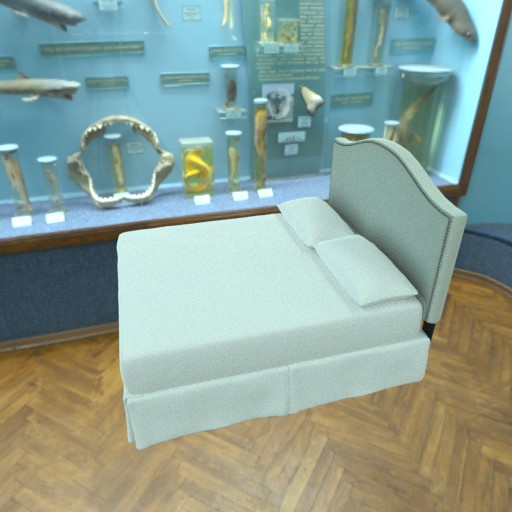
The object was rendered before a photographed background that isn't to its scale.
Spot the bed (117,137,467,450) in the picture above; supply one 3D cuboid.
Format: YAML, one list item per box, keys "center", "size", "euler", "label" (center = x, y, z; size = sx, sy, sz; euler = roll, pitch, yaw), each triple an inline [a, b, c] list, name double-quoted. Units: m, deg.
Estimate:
- center: [0.000, 0.000, 3.414]
  size: [2.180, 1.607, 1.813]
  euler: [-8, 31, -13]
  label: "bed"
